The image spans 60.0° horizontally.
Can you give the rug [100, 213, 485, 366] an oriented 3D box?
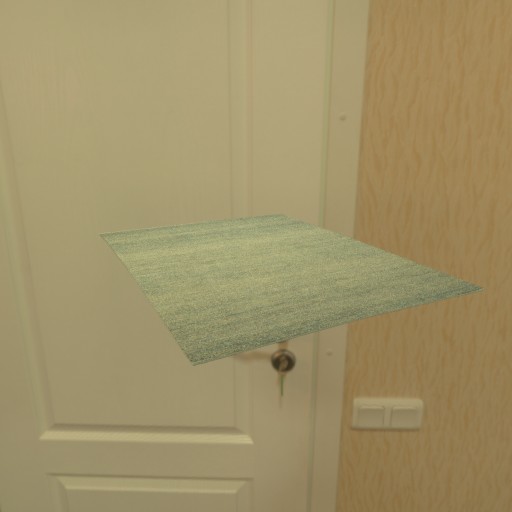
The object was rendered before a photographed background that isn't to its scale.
[{"bbox_3d":[0.000,0.000,4.349,2.461,0.046,3.237,-9,19,-26],"label":"rug"}]
